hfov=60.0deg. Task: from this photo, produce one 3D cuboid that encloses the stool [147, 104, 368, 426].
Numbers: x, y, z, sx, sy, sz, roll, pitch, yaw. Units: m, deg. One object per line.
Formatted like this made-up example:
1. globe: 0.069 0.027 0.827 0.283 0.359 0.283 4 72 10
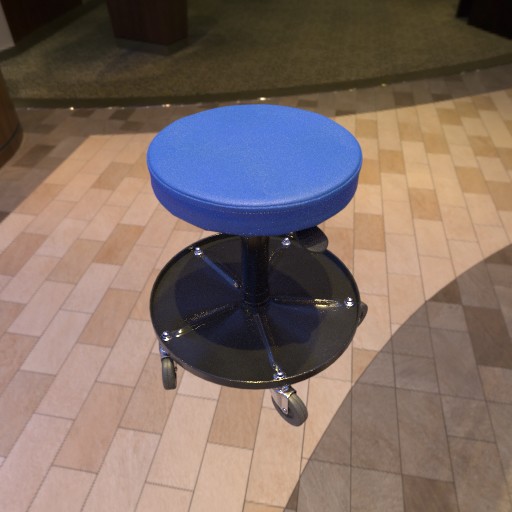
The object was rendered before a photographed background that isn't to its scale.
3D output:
1. stool: 0.000 0.000 0.676 0.381 0.365 0.382 -26 47 -26
